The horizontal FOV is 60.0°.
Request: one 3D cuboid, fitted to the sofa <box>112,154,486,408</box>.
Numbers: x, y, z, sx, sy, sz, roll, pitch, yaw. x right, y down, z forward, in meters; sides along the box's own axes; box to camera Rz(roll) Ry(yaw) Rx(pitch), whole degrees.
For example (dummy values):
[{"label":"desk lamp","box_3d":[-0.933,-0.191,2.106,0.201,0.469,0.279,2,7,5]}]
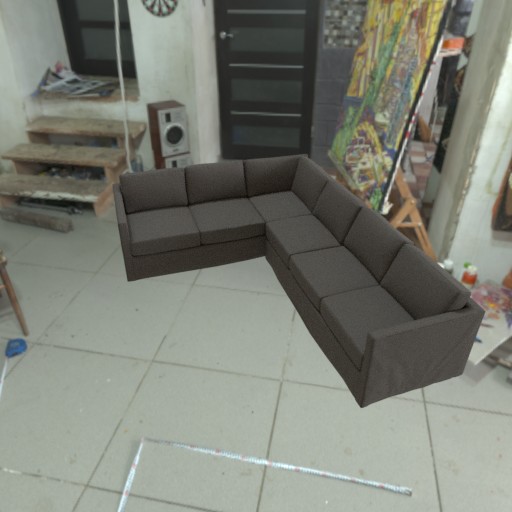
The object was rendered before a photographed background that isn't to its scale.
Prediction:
[{"label":"sofa","box_3d":[0.000,0.000,4.241,2.432,0.871,3.182,-10,34,-15]}]
